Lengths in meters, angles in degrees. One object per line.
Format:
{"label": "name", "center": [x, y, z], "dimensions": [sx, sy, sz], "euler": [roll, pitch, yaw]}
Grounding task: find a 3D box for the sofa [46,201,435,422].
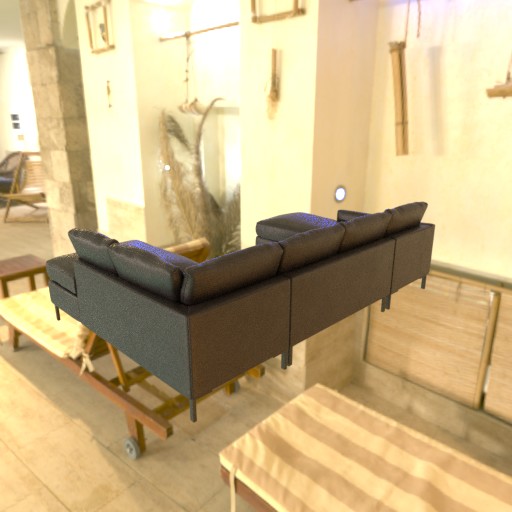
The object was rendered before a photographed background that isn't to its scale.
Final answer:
{"label": "sofa", "center": [0.000, 0.000, 3.959], "dimensions": [2.956, 0.900, 1.939], "euler": [-17, 24, -42]}
